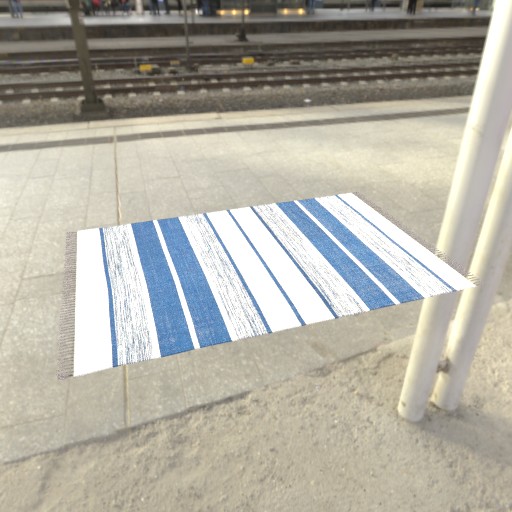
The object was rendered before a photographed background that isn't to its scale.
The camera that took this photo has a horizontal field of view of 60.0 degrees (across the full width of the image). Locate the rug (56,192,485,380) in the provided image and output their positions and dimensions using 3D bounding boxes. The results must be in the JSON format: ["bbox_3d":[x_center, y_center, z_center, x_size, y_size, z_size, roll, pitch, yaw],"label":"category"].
[{"bbox_3d":[0.000,0.000,2.976,2.441,0.010,1.532,-10,32,-16],"label":"rug"}]
